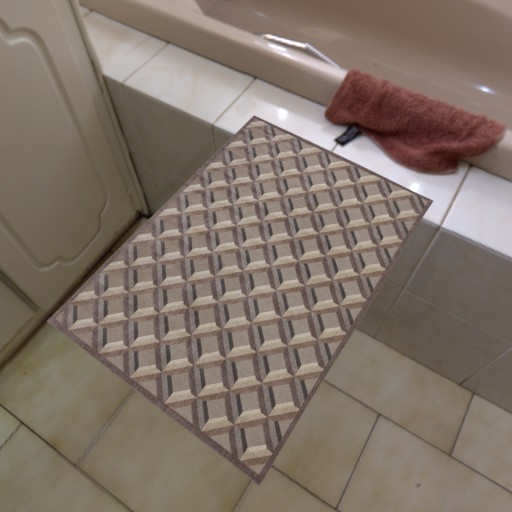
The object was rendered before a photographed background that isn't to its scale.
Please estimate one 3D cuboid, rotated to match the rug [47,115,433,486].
[{"bbox_3d":[0.000,0.000,2.988,1.600,0.013,2.260,31,63,17],"label":"rug"}]
